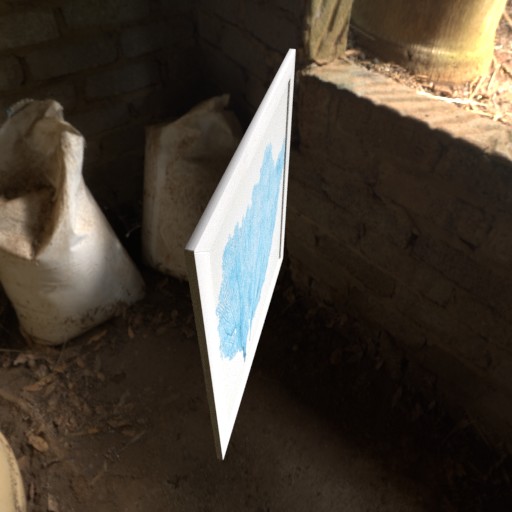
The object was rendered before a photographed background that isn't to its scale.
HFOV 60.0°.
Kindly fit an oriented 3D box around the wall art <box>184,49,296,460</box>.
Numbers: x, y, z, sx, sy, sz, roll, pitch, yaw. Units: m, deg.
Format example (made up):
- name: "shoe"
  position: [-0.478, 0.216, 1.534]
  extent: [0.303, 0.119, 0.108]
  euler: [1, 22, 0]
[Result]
- name: "wall art"
  position: [0.000, 0.000, 0.877]
  extent: [0.013, 0.584, 0.584]
  euler: [10, 46, 10]
